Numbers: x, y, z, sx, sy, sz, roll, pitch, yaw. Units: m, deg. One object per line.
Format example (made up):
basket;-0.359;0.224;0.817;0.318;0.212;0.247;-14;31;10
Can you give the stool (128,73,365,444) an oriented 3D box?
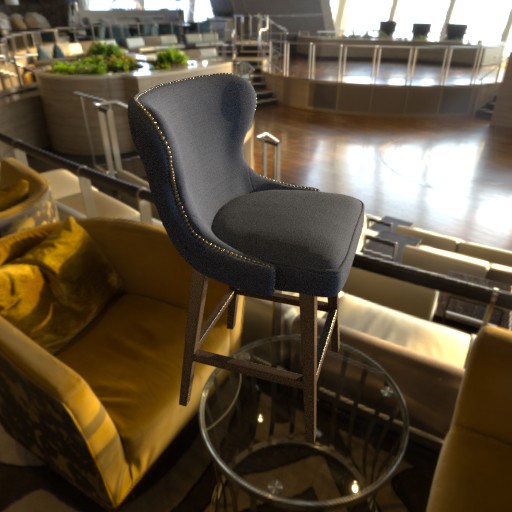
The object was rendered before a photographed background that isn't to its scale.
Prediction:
stool;0.000;0.000;1.360;0.597;0.972;0.615;10;31;16
